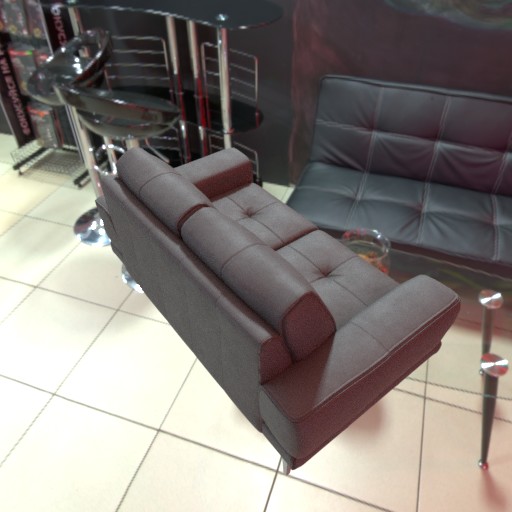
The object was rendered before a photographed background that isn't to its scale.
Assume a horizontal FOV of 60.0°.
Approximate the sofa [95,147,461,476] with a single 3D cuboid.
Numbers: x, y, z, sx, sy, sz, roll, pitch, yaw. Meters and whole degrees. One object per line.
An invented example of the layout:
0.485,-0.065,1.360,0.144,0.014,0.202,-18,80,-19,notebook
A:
0.000,0.000,2.325,1.018,0.907,1.806,-28,49,-27,sofa
